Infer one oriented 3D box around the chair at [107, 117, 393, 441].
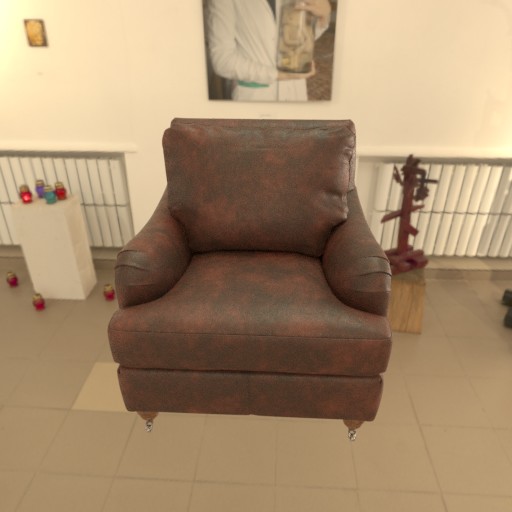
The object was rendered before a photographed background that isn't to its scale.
[{"bbox_3d":[0.000,0.000,1.925,0.987,1.051,1.156,1,29,3],"label":"chair"}]
